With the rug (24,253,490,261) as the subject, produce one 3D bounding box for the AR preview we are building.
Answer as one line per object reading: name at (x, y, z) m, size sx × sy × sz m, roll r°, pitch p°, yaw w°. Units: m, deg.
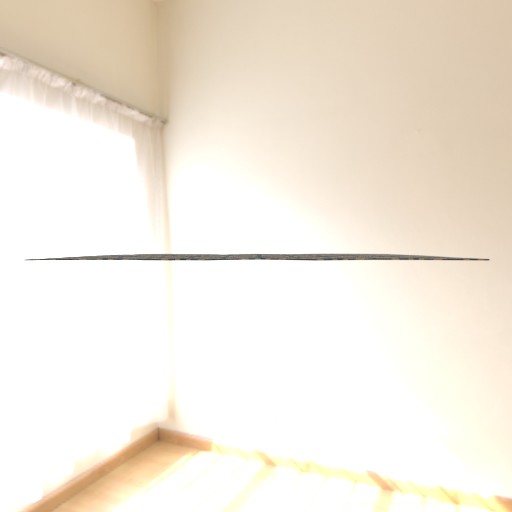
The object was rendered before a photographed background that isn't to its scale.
rug at (0.000, 0.000, 2.759) m, size 2.135 × 0.013 × 1.524 m, roll 0°, pitch 1°, yaw -1°
